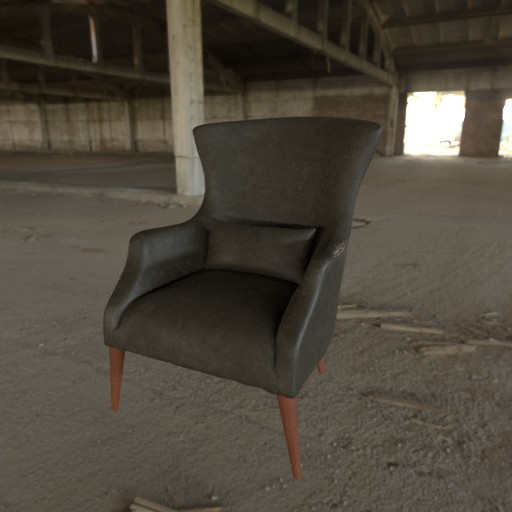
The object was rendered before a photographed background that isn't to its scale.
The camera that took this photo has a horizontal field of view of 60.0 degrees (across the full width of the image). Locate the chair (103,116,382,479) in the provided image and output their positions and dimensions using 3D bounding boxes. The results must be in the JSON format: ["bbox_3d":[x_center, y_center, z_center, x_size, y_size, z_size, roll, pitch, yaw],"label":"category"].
[{"bbox_3d":[0.000,0.000,1.734,0.819,1.068,0.954,8,17,26],"label":"chair"}]
